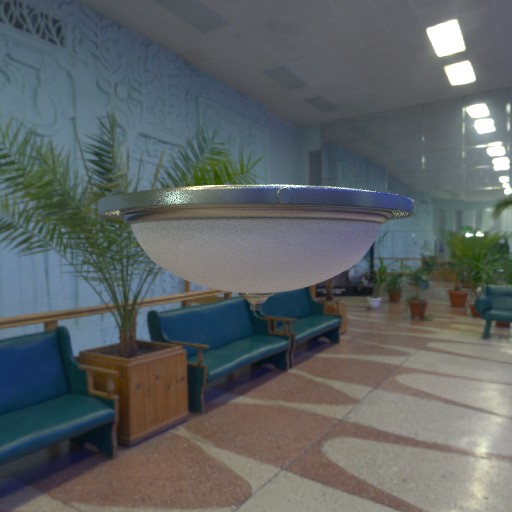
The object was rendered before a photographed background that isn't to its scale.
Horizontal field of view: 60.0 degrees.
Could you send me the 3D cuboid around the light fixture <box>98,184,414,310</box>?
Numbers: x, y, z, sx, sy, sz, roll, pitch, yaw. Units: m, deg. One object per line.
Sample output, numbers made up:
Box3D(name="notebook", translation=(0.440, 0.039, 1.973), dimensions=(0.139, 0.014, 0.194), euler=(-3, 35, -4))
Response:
Box3D(name="light fixture", translation=(0.000, 0.000, 0.539), dimensions=(0.361, 0.130, 0.361), euler=(0, 1, 0))
